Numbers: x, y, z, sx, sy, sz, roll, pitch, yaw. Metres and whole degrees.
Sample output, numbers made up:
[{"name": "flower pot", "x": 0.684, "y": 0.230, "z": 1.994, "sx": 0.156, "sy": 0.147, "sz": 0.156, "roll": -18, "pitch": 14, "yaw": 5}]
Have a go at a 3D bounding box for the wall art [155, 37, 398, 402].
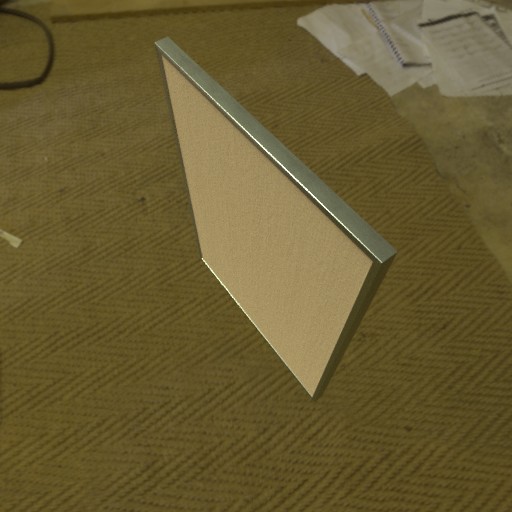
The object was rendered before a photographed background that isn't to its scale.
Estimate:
[{"name": "wall art", "x": 0.000, "y": 0.000, "z": 1.414, "sx": 0.041, "sy": 1.062, "sz": 0.803, "roll": -33, "pitch": 64, "yaw": -18}]
